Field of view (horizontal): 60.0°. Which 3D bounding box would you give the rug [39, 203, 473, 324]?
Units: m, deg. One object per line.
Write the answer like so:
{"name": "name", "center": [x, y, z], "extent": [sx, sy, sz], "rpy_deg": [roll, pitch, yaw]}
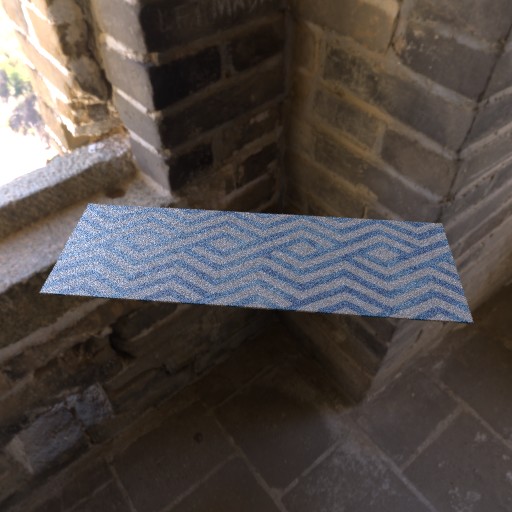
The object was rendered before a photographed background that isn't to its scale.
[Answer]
{"name": "rug", "center": [0.000, 0.000, 1.690], "extent": [1.492, 0.007, 0.503], "rpy_deg": [4, 46, 3]}
